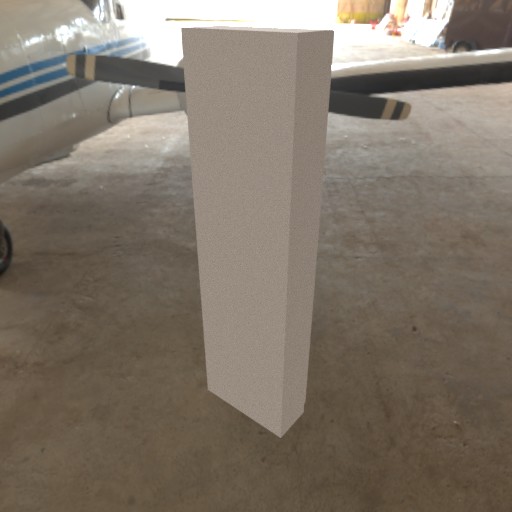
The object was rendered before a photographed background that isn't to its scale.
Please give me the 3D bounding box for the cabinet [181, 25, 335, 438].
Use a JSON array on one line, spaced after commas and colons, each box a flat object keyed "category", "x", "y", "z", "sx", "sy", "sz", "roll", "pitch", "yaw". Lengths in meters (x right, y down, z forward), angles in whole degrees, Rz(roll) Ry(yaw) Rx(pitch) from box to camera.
[{"category": "cabinet", "x": 0.000, "y": 0.000, "z": 1.957, "sx": 0.500, "sy": 1.790, "sz": 0.230, "roll": 22, "pitch": 36, "yaw": 33}]
